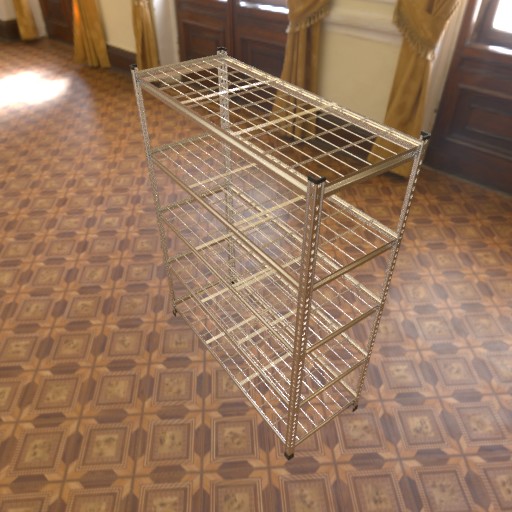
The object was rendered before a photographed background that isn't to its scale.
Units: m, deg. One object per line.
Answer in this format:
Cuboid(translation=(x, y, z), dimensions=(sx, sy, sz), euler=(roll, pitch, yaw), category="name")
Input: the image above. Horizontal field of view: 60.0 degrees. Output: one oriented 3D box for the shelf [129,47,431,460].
Cuboid(translation=(0.000, 0.000, 2.717), dimensions=(0.610, 1.981, 1.524), euler=(-25, 46, -27), category="shelf")
